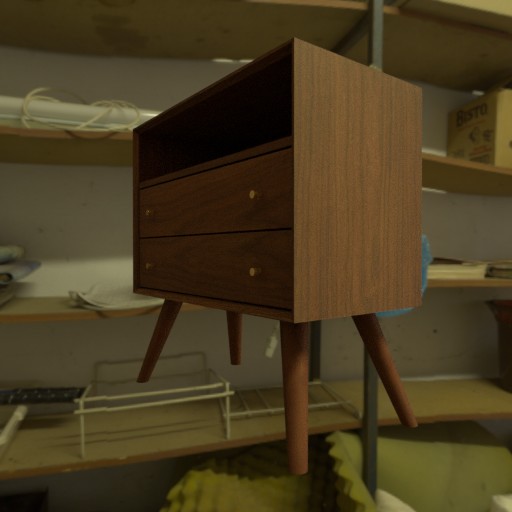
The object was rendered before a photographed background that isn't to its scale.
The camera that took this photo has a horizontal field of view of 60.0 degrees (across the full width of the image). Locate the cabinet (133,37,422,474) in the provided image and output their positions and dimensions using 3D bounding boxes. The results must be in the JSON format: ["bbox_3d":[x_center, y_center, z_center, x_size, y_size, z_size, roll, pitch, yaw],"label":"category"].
[{"bbox_3d":[0.000,0.000,1.150,0.388,0.748,0.712,0,1,-37],"label":"cabinet"}]
